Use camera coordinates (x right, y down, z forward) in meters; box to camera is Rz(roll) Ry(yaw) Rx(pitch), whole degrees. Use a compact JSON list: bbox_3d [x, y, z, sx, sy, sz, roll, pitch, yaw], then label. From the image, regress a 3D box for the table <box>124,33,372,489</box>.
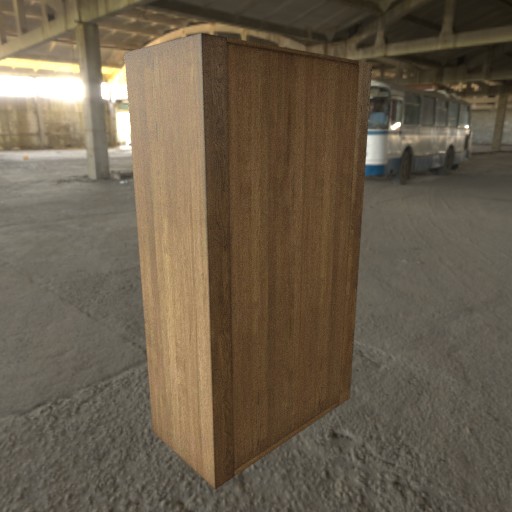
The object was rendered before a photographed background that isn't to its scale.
[{"bbox_3d":[0.000,0.000,2.431,1.100,2.000,0.600,-14,21,-41],"label":"table"}]
